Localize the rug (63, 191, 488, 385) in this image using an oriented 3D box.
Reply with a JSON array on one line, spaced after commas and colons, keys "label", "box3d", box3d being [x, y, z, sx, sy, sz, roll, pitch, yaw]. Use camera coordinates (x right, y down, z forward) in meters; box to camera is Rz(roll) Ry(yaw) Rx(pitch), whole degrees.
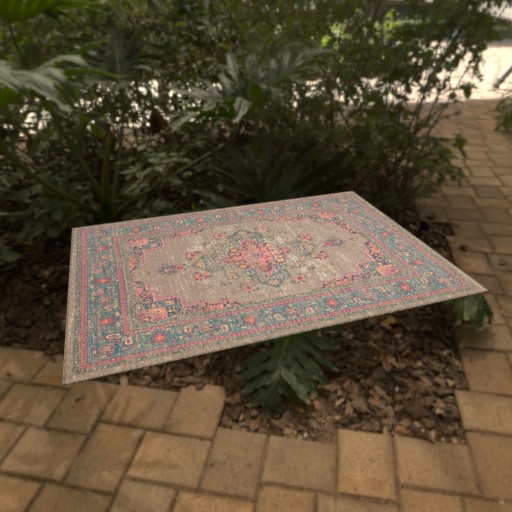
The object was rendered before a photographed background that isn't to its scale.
[{"label": "rug", "box3d": [0.000, 0.000, 3.635, 2.890, 0.013, 2.005, -9, 32, -16]}]
